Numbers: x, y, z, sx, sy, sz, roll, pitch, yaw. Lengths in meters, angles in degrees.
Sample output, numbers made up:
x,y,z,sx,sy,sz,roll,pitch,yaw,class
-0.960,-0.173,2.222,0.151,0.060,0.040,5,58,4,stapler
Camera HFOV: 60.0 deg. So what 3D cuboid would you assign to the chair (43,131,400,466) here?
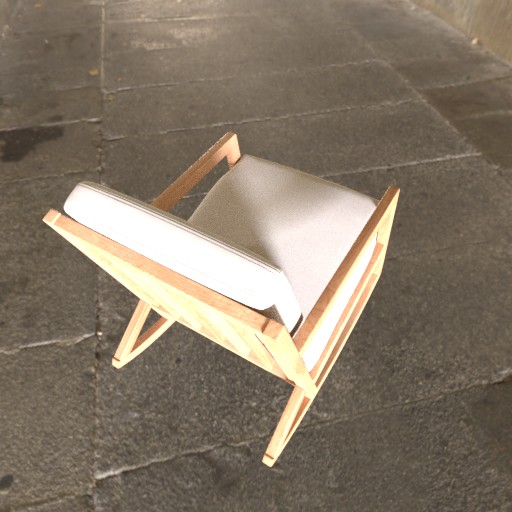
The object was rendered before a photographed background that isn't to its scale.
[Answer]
x,y,z,sx,sy,sz,roll,pitch,yaw,class
0.000,0.000,1.387,0.622,0.790,0.857,24,50,22,chair
